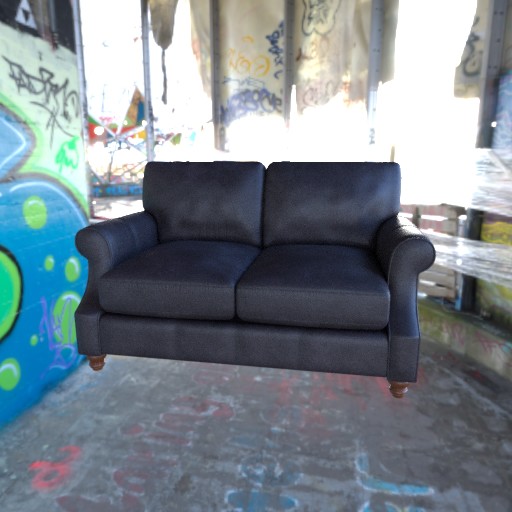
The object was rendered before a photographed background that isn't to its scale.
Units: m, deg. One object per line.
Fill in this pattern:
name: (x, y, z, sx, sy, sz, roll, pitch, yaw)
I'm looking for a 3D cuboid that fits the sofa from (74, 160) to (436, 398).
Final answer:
sofa: (0.000, 0.000, 2.344, 1.663, 0.979, 1.030, 2, 13, 10)
